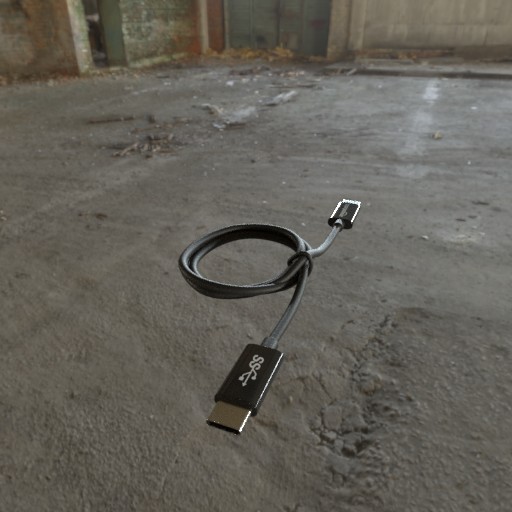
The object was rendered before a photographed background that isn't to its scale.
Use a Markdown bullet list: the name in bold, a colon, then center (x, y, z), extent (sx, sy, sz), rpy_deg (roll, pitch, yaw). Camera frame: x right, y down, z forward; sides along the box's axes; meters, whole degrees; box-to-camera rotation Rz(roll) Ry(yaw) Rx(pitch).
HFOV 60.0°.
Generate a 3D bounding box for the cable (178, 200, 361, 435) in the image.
- **cable**: center (0.000, 0.000, 0.210), extent (0.070, 0.014, 0.186), rpy_deg (11, 30, 19)
